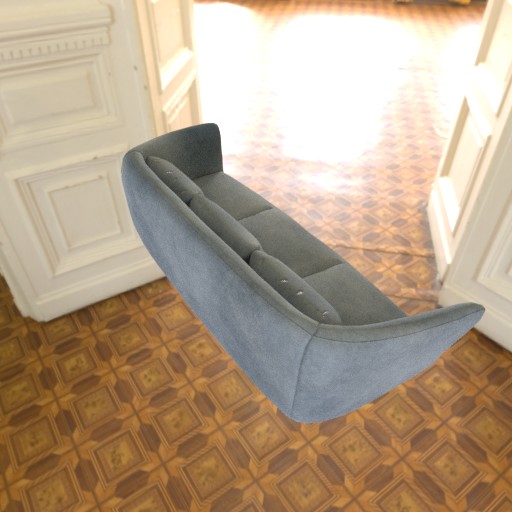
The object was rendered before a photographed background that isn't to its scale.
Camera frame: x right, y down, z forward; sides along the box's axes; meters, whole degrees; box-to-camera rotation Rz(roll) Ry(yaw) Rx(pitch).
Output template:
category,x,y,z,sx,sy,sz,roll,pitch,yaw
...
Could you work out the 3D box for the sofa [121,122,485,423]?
category,x,y,z,sx,sy,sz,roll,pitch,yaw
sofa,0.000,0.000,2.431,0.849,0.795,2.095,-25,47,-26
